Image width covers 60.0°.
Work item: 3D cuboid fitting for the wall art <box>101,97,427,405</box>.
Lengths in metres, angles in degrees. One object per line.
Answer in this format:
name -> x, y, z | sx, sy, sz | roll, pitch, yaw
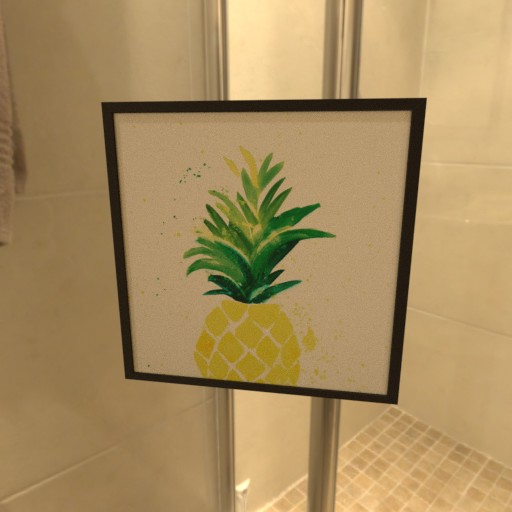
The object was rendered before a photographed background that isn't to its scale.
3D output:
wall art -> 0.000, 0.000, 0.765 | 0.508, 0.507, 0.033 | 3, 15, 9
